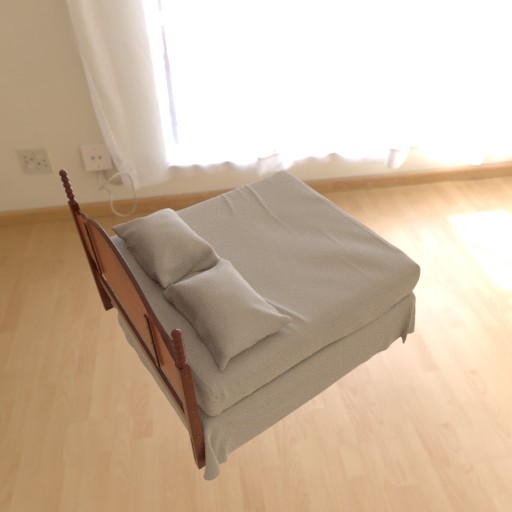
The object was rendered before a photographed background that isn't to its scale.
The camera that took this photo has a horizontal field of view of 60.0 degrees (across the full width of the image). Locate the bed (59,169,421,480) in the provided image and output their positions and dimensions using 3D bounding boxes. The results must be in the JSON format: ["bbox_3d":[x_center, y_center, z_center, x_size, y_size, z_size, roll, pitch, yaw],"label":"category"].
[{"bbox_3d":[0.000,0.000,3.273,2.040,1.356,1.873,-25,48,-25],"label":"bed"}]
